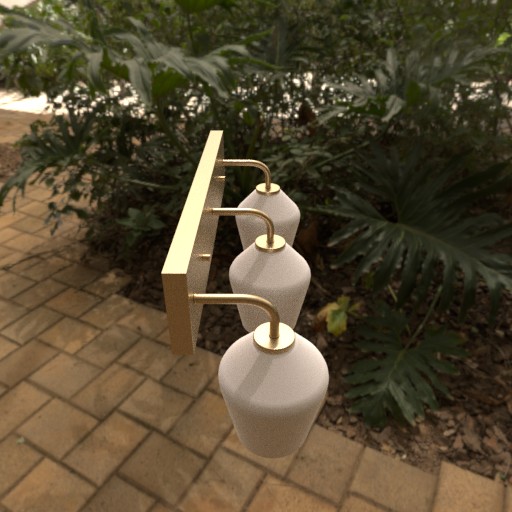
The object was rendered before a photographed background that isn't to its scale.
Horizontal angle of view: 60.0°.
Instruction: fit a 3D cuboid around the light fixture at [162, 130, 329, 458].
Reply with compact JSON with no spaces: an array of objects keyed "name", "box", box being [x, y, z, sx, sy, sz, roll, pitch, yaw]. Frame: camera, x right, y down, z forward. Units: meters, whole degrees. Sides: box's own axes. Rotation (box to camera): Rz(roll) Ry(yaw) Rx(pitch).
[{"name":"light fixture","box":[0.000,0.000,0.754,0.190,0.280,0.609,0,31,0]}]
